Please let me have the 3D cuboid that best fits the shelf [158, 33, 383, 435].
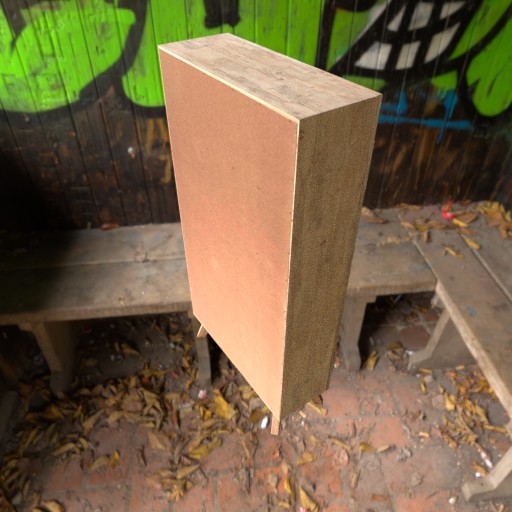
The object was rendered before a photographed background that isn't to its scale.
[{"bbox_3d":[0.000,0.000,1.788,0.308,1.471,0.748,-24,46,-26],"label":"shelf"}]
